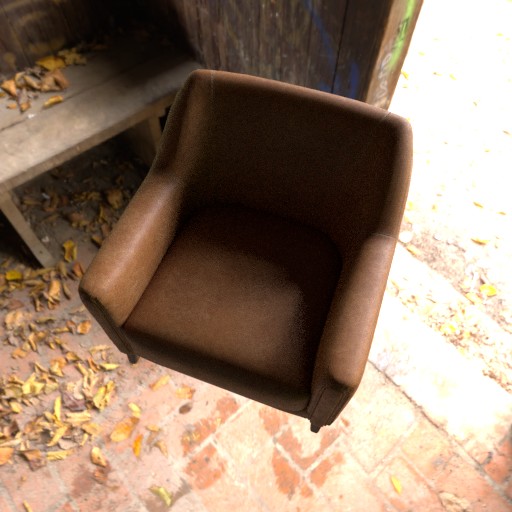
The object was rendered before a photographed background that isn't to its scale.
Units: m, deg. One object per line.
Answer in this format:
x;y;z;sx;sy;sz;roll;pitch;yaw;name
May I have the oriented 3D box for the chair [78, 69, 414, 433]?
0.000;0.000;1.842;1.037;0.980;1.034;17;60;11;chair
